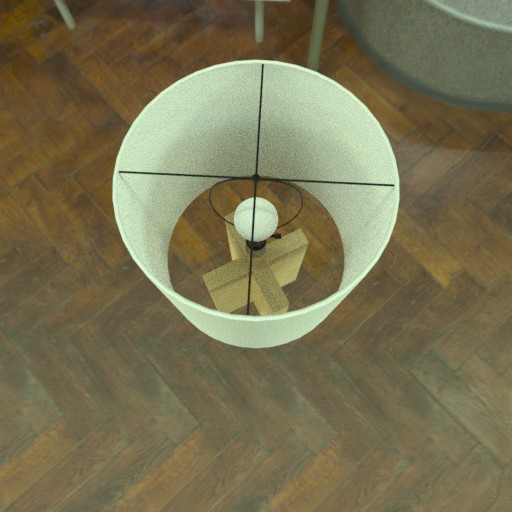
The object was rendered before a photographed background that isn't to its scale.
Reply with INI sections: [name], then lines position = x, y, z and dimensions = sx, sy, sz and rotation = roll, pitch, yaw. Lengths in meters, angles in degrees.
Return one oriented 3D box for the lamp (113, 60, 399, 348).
[lamp]
position = 0.000, 0.000, 0.557
dimensions = 0.229, 0.428, 0.229
rotation = -26, 75, -8
